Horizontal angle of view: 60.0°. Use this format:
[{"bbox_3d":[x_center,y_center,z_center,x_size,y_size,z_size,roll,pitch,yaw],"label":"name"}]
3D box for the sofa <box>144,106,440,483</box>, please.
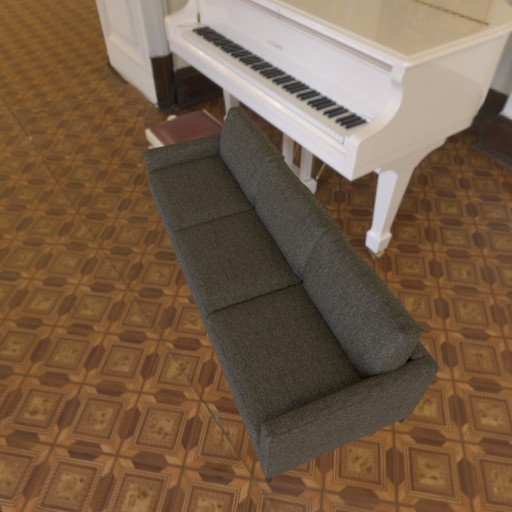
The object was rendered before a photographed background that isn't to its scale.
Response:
[{"bbox_3d":[0.000,0.000,2.699,0.876,0.879,2.253,-17,49,-15],"label":"sofa"}]
